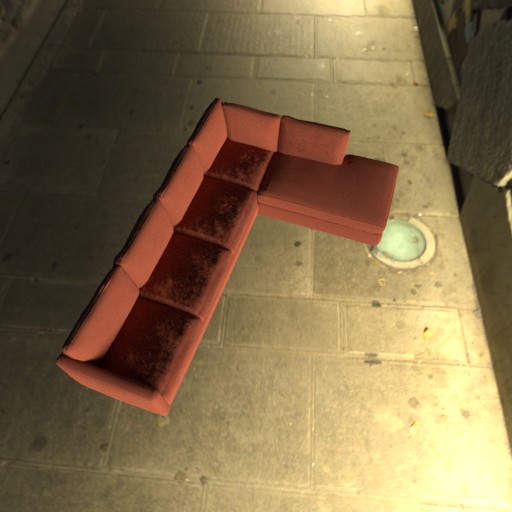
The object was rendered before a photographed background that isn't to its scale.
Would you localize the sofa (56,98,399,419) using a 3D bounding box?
[{"bbox_3d":[0.000,0.000,3.579,1.879,0.757,2.736,17,59,10],"label":"sofa"}]
